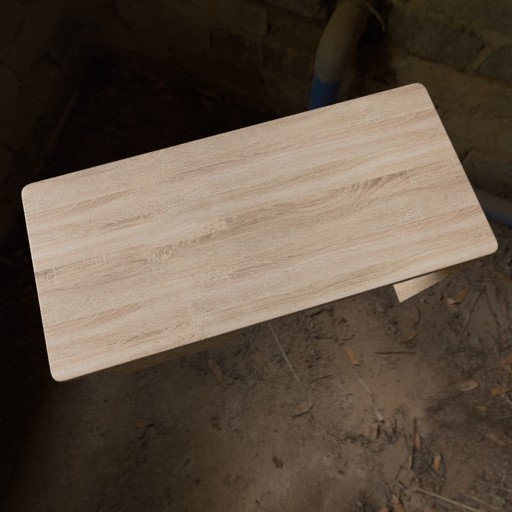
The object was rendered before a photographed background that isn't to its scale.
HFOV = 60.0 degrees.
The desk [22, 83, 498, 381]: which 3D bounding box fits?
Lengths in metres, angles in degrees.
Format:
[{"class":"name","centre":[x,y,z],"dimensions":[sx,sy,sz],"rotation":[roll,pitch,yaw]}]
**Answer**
[{"class":"desk","centre":[0.000,0.000,1.568],"dimensions":[1.200,0.760,0.550],"rotation":[-16,75,-4]}]
